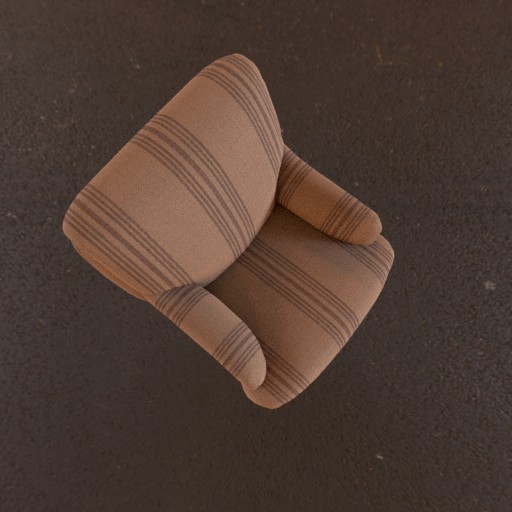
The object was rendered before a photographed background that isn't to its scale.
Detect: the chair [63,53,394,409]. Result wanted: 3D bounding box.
[{"bbox_3d":[0.000,0.000,1.624,0.914,0.940,0.813,39,79,9],"label":"chair"}]
